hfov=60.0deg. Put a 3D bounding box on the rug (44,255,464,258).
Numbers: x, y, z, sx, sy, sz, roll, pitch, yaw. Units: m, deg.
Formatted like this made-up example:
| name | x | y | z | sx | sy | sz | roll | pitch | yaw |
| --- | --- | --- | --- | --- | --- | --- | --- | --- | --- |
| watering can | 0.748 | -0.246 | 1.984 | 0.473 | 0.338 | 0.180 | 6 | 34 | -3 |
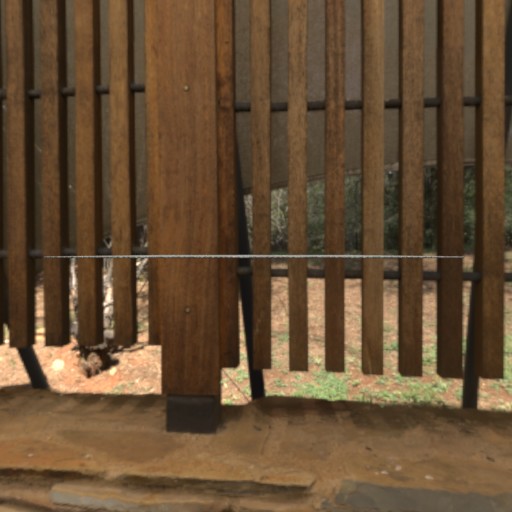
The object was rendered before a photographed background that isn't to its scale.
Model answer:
| name | x | y | z | sx | sy | sz | roll | pitch | yaw |
| --- | --- | --- | --- | --- | --- | --- | --- | --- | --- |
| rug | 0.000 | 0.000 | 4.992 | 2.894 | 0.011 | 3.957 | 0 | 0 | 1 |
